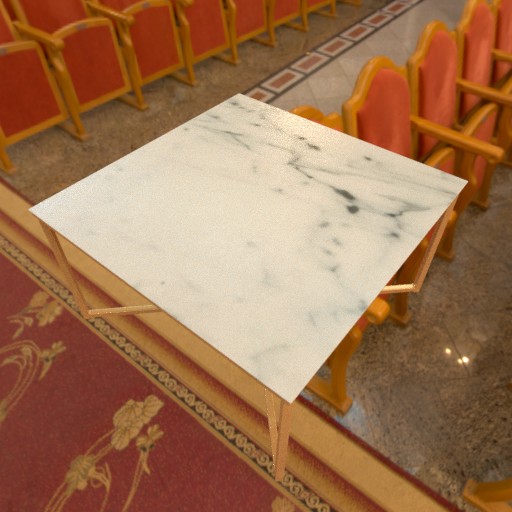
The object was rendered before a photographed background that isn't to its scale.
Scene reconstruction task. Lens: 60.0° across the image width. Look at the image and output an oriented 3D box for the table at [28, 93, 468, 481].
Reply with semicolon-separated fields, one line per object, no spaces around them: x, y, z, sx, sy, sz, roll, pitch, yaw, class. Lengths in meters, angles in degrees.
0.000;0.000;1.295;0.800;0.450;0.800;30;53;26;table
